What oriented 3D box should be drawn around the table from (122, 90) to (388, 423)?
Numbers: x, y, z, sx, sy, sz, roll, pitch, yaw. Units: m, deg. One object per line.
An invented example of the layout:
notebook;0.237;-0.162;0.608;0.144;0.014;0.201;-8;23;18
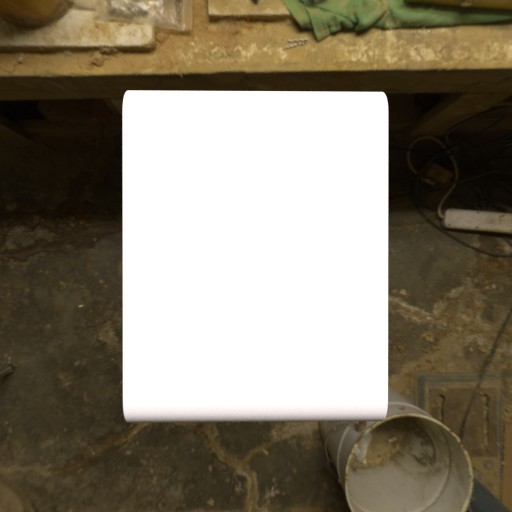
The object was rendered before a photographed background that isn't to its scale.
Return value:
table;0.000;0.000;0.864;0.350;0.590;0.450;0;90;-1
